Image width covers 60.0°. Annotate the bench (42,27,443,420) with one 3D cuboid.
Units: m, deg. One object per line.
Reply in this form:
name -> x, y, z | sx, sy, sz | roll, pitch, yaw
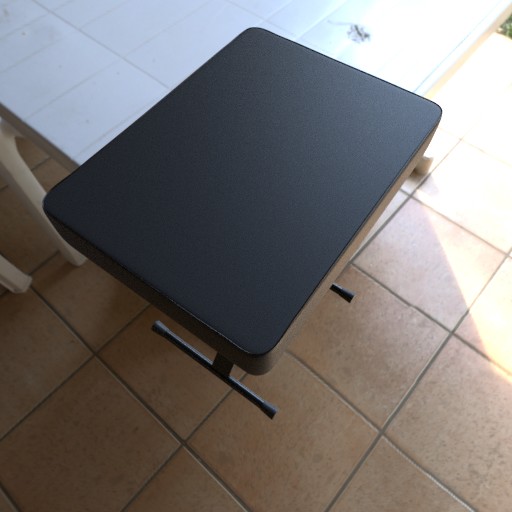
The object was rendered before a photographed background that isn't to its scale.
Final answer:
bench -> 0.000, 0.000, 0.757 | 0.321, 0.500, 0.424 | 32, 64, 17
